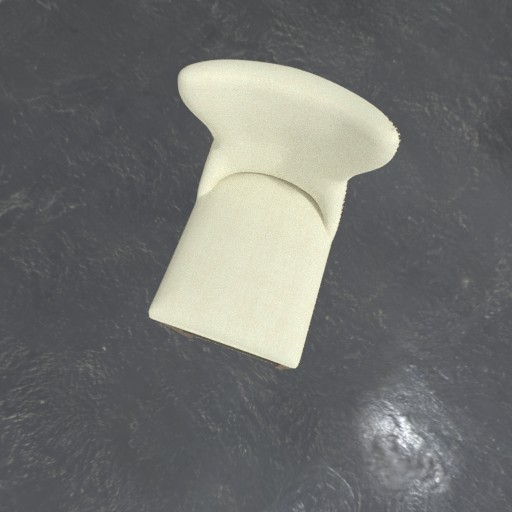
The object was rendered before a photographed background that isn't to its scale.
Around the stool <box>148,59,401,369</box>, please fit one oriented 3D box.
[{"bbox_3d":[0.000,0.000,1.402,0.494,1.123,0.606,18,77,4],"label":"stool"}]
